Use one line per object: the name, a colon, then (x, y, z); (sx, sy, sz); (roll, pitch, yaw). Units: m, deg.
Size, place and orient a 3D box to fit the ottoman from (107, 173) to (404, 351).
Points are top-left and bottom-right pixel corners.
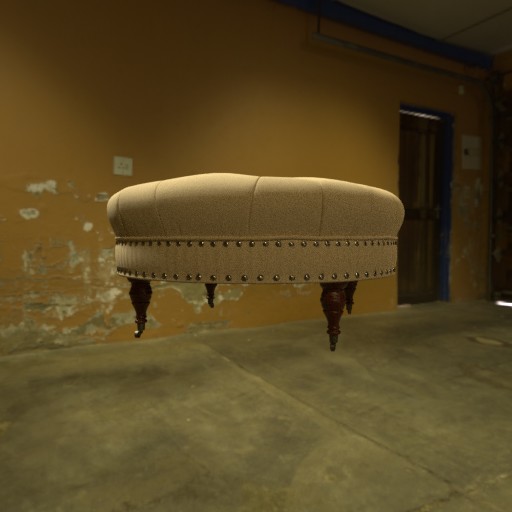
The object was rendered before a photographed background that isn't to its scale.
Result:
ottoman: (0.000, 0.000, 1.407); (0.901, 0.439, 0.901); (0, 2, 0)
